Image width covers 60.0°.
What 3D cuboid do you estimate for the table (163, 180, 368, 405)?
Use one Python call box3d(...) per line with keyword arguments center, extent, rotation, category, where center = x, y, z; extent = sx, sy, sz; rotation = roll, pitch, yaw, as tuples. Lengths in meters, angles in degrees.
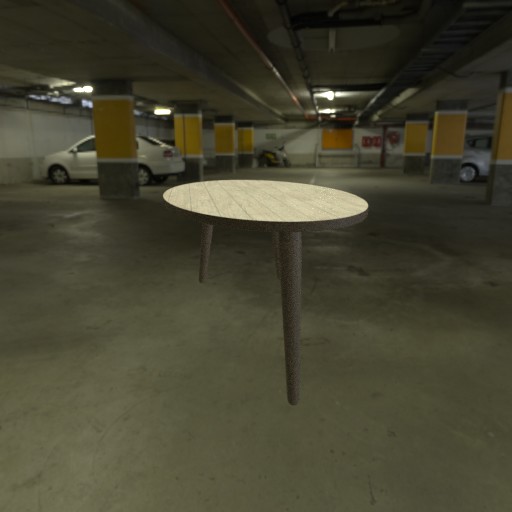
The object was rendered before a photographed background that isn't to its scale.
box3d(center=(0.000, 0.000, 1.369), extent=(0.542, 0.390, 1.083), rotation=(-2, 14, -9), category="table")
